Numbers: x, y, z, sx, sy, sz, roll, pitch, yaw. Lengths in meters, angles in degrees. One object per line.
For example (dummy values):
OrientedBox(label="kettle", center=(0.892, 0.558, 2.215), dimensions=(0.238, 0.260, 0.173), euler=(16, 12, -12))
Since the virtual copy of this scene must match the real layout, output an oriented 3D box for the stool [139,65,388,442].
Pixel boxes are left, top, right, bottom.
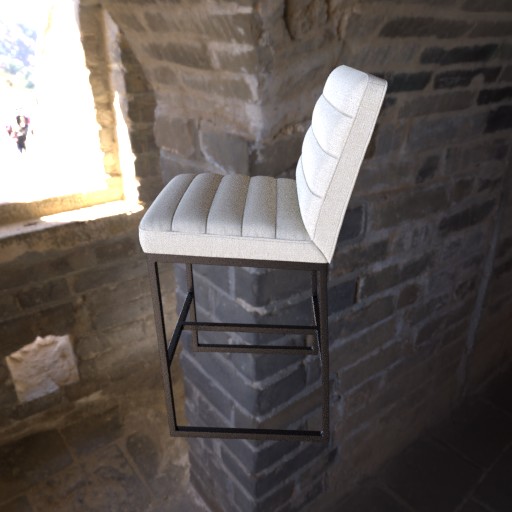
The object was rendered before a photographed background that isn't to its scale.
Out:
OrientedBox(label="stool", center=(0.000, 0.000, 1.327), dimensions=(0.560, 1.040, 0.460), euler=(1, 26, 2))
